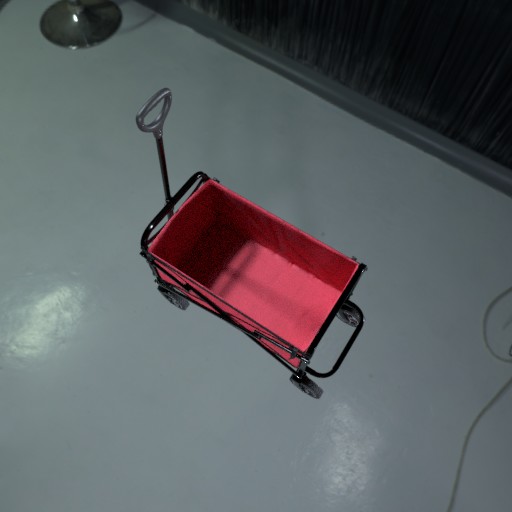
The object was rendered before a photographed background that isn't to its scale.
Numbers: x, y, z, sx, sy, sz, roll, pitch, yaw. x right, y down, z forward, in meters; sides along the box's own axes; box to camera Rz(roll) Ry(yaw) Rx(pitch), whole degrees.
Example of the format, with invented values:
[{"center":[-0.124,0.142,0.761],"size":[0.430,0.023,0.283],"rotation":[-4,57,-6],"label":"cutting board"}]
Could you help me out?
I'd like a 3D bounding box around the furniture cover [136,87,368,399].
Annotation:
[{"center":[0.000,0.000,1.811],"size":[1.038,1.295,0.532],"rotation":[31,68,14],"label":"furniture cover"}]
